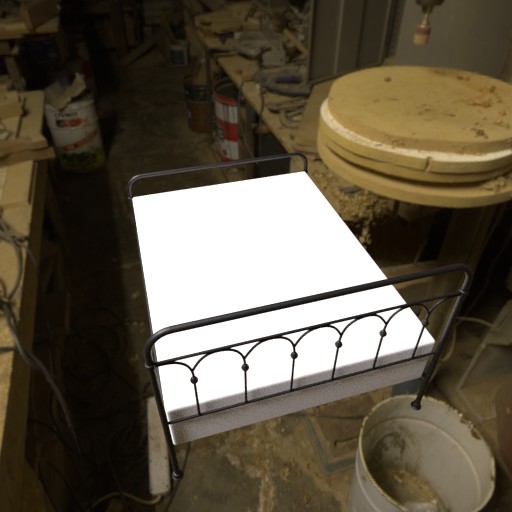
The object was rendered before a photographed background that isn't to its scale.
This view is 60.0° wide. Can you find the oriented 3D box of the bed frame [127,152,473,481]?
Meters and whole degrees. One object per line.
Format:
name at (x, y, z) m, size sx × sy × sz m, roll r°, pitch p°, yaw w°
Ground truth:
bed frame at (0.000, 0.000, 3.162) m, size 1.664 × 1.276 × 2.203 m, roll -11°, pitch 41°, yaw -13°
